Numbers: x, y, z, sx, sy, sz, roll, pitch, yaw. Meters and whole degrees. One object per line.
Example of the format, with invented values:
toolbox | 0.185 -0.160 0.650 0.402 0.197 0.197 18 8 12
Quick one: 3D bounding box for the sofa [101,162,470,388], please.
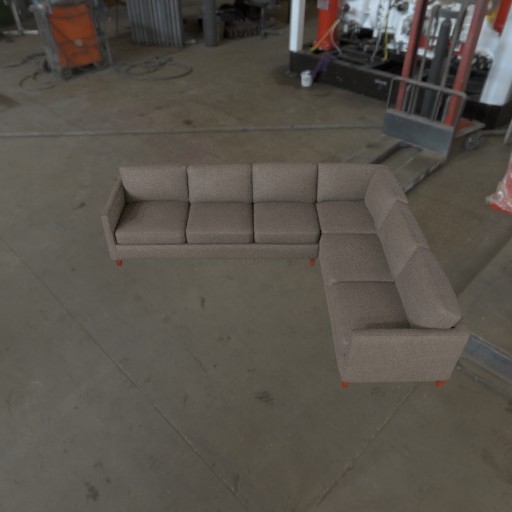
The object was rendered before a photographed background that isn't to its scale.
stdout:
sofa | 0.000 0.000 4.505 3.302 0.947 2.593 0 40 0
